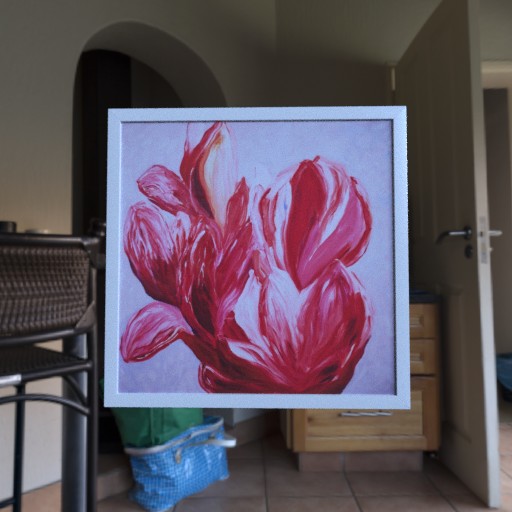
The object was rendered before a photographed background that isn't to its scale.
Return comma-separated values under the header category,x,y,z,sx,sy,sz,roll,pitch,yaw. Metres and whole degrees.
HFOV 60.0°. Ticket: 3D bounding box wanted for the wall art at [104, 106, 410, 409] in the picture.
category,x,y,z,sx,sy,sz,roll,pitch,yaw
wall art,0.000,0.000,0.679,0.455,0.453,0.023,0,-2,1
